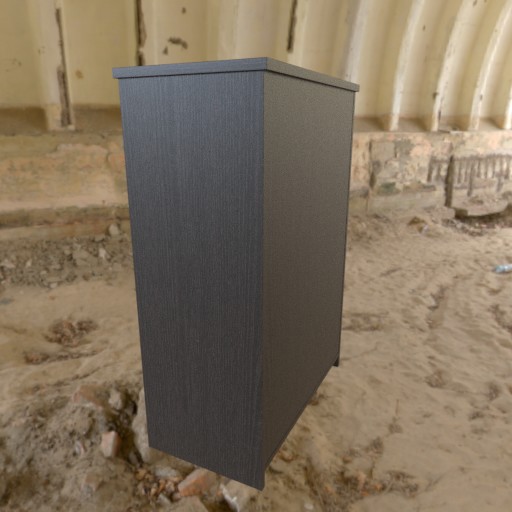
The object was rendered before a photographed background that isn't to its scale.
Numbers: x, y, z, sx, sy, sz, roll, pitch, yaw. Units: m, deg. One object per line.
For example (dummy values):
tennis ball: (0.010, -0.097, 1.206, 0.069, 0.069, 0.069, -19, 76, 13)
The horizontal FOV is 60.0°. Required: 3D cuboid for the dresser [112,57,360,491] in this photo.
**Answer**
dresser: (0.000, 0.000, 1.363, 0.399, 1.020, 0.704, 8, 19, 25)
